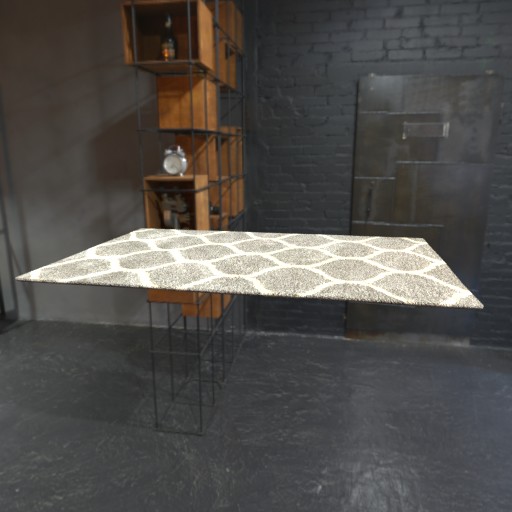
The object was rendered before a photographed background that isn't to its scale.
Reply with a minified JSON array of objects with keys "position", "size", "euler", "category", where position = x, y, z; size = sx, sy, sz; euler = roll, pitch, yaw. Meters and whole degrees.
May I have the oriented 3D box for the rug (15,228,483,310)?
[{"position":[0.000,0.000,3.347],"size":[2.701,0.026,1.801],"euler":[3,14,11],"category":"rug"}]
